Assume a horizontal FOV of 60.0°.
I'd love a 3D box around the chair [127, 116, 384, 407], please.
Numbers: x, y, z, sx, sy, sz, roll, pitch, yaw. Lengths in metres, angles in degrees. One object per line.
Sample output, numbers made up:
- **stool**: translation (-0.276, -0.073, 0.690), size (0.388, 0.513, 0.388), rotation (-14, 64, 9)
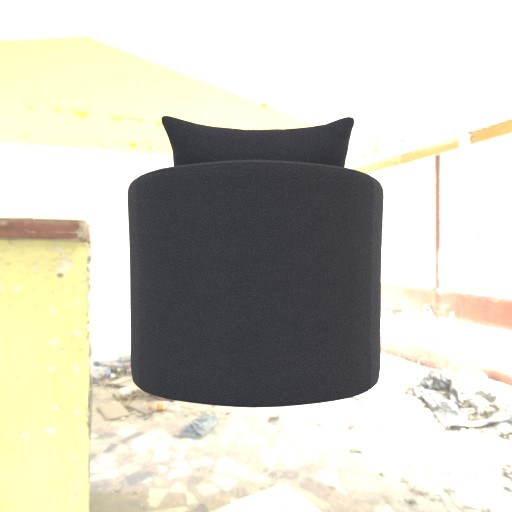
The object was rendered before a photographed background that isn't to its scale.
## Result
- **chair**: translation (0.000, 0.000, 1.594), size (0.845, 0.848, 0.910), rotation (0, 1, 1)
